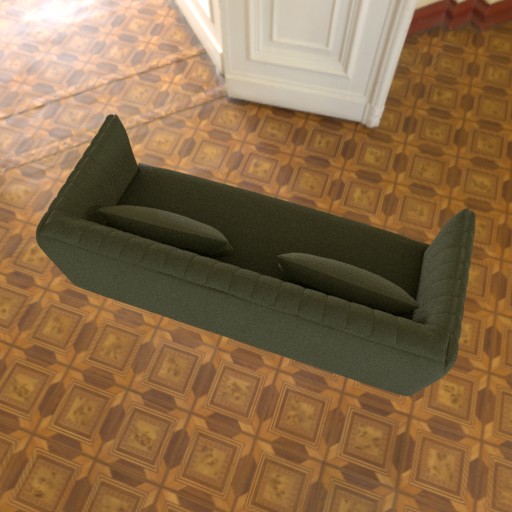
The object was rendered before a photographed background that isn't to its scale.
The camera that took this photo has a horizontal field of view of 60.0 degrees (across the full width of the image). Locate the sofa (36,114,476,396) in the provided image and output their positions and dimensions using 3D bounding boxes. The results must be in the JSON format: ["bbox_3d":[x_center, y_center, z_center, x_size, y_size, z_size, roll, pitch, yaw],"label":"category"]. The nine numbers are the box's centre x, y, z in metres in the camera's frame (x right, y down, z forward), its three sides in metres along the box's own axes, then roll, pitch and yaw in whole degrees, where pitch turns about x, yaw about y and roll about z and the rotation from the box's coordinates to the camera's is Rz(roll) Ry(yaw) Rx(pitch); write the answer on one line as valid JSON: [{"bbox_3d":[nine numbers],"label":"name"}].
[{"bbox_3d":[0.000,0.000,2.528,2.137,0.793,0.896,17,64,8],"label":"sofa"}]
